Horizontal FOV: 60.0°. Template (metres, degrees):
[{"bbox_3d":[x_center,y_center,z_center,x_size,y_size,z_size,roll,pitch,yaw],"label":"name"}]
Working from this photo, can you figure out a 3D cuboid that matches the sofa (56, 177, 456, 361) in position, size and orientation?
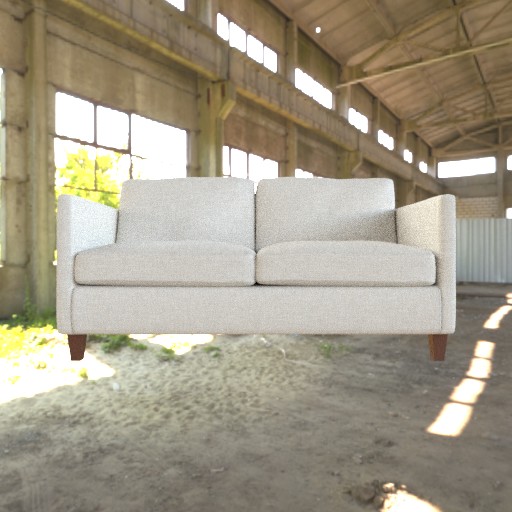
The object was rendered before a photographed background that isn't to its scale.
[{"bbox_3d":[0.000,0.000,2.462,1.838,0.963,0.950,0,0,0],"label":"sofa"}]
